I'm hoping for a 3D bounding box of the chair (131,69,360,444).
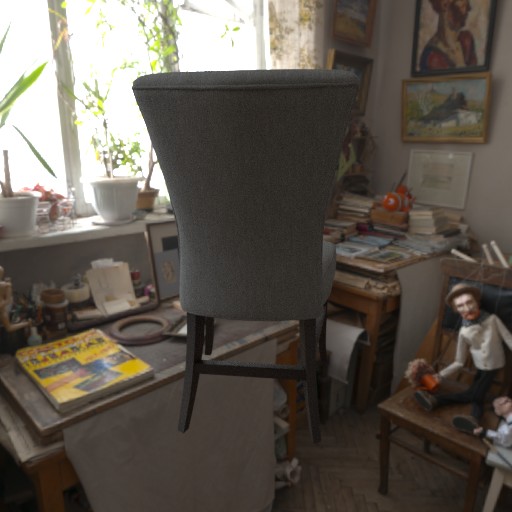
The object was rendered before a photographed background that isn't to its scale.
[{"bbox_3d":[0.000,0.000,1.360,0.520,0.991,0.660,2,15,7],"label":"chair"}]
